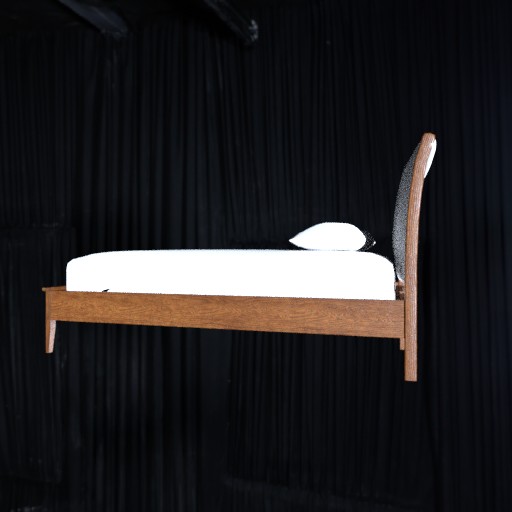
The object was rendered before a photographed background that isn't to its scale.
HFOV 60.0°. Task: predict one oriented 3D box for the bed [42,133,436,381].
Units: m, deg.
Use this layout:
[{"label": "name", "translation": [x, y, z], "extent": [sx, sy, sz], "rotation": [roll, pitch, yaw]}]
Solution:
[{"label": "bed", "translation": [0.000, 0.000, 3.274], "extent": [2.380, 1.250, 1.612], "rotation": [0, 0, 17]}]
